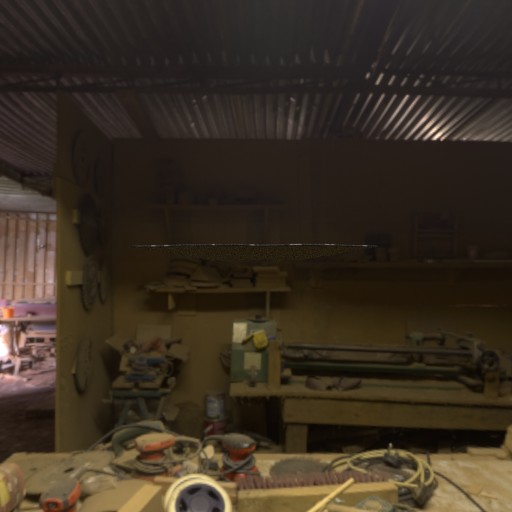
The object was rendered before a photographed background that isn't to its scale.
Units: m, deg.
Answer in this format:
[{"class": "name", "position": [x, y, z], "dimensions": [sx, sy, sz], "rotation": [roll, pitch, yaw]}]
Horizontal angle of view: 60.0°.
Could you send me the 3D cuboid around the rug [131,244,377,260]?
[{"class": "rug", "position": [0.000, 0.000, 2.648], "dimensions": [0.807, 0.010, 2.476], "rotation": [0, -2, 0]}]
